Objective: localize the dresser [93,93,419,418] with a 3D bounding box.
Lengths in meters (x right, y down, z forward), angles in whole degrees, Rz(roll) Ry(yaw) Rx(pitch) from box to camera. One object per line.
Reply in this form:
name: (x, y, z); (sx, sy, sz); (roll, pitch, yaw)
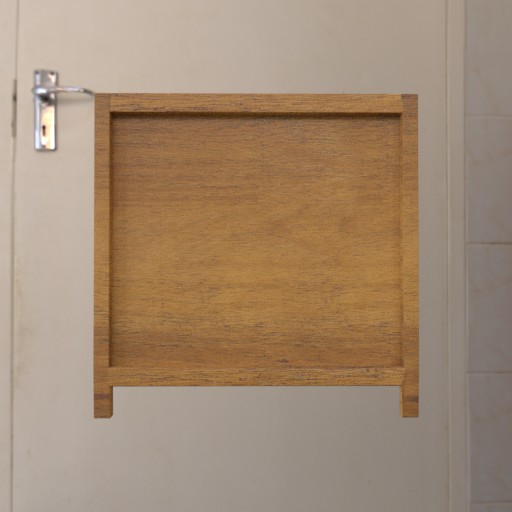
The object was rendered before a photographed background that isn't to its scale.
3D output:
dresser: (0.000, 0.000, 1.305); (0.804, 0.804, 0.427); (0, -1, 0)
